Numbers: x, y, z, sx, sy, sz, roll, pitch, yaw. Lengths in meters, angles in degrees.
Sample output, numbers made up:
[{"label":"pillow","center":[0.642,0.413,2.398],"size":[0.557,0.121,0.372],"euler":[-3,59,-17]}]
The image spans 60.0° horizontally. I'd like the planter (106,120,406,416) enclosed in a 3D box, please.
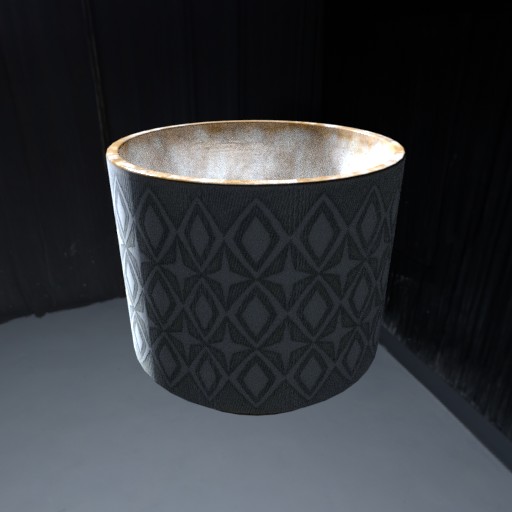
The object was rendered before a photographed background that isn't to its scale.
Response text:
[{"label":"planter","center":[0.000,0.000,0.441],"size":[0.255,0.223,0.255],"euler":[0,26,0]}]
